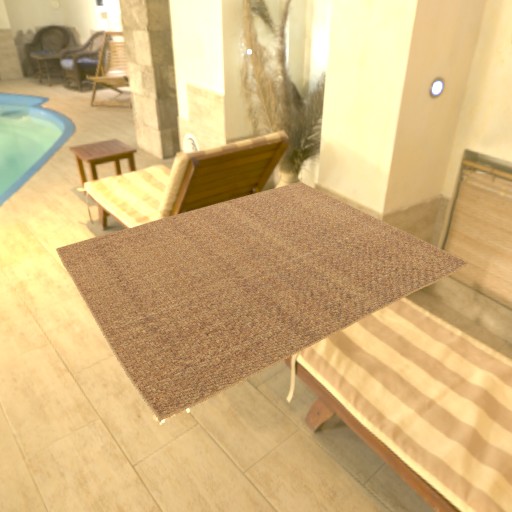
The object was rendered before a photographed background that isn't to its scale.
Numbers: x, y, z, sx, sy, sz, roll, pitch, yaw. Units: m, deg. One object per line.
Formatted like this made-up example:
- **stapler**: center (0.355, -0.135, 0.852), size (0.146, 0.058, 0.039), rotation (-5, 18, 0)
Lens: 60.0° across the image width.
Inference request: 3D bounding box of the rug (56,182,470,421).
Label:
- **rug**: center (0.000, 0.000, 4.105), size (3.048, 0.013, 2.439), rotation (-19, 36, -29)
